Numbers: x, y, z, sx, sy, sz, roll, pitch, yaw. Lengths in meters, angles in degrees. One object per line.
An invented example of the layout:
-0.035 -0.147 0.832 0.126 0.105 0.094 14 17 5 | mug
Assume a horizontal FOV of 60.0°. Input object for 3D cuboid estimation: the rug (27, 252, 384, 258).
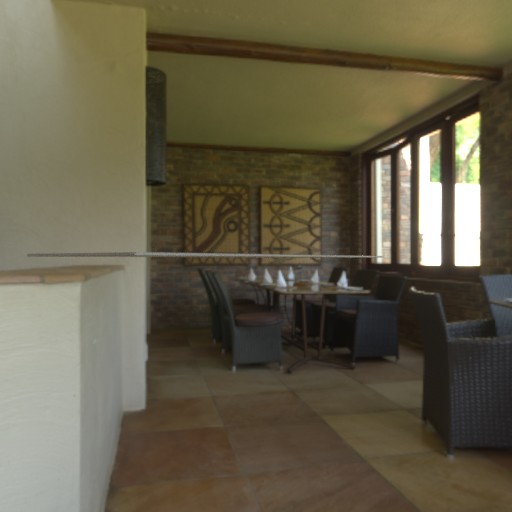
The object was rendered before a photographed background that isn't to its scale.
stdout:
0.000 0.000 2.041 0.553 0.012 1.827 0 -1 36 | rug
